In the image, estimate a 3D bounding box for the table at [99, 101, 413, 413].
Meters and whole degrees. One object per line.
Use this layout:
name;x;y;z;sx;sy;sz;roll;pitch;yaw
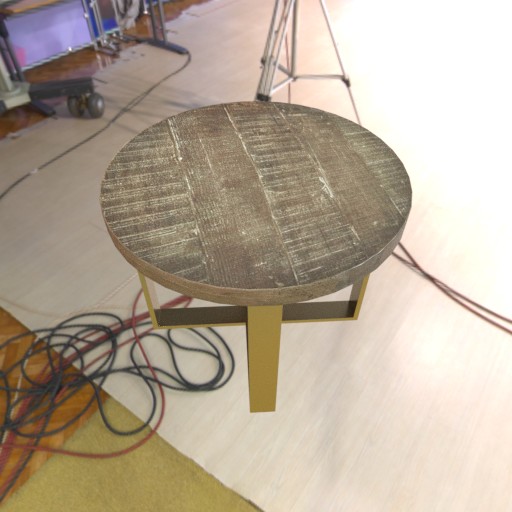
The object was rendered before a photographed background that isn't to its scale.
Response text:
table;0.000;0.000;0.969;0.557;0.437;0.557;0;46;0
